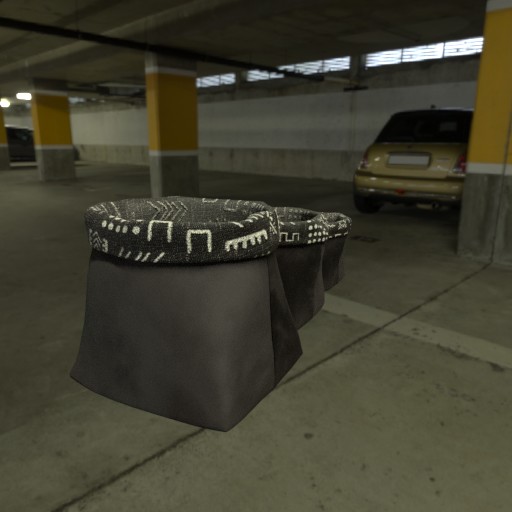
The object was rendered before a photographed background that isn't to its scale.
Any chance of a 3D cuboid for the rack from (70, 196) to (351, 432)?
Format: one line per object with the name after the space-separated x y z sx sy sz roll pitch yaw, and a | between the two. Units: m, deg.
0.000 0.000 1.084 0.379 0.323 0.905 7 17 26 | rack
